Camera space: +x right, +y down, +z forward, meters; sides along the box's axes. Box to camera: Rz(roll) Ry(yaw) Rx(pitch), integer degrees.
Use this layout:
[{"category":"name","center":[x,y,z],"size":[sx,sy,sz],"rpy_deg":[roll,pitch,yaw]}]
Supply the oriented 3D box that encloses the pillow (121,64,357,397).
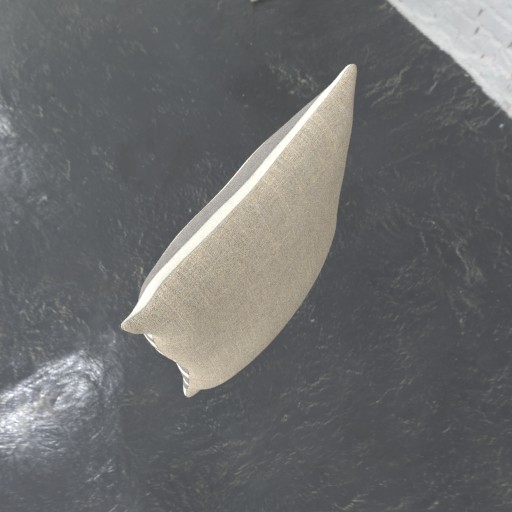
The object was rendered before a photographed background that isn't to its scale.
[{"category":"pillow","center":[0.000,0.000,0.687],"size":[0.182,0.440,0.439],"rpy_deg":[34,69,15]}]
